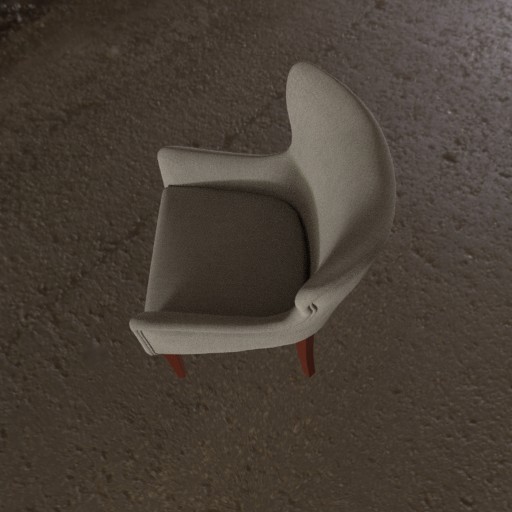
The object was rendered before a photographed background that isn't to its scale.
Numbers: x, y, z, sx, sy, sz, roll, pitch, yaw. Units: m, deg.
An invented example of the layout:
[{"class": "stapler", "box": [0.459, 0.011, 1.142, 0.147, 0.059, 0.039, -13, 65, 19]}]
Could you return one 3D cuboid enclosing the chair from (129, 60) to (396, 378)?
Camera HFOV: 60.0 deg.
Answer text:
[{"class": "chair", "box": [0.000, 0.000, 1.454, 0.677, 0.948, 0.732, 1, 59, 0]}]
